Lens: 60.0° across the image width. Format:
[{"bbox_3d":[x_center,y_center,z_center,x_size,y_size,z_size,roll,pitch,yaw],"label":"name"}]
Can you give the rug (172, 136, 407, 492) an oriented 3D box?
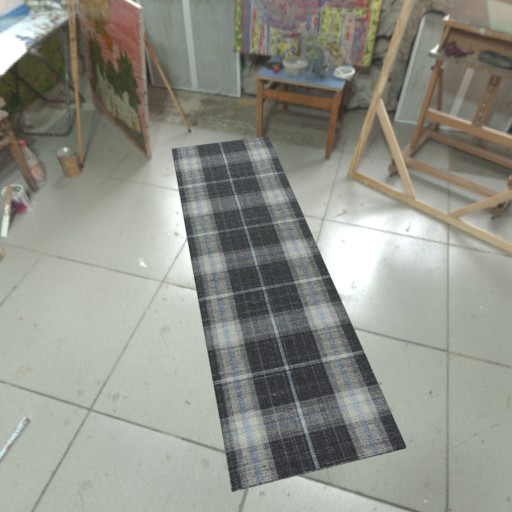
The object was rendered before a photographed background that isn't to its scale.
[{"bbox_3d":[0.000,0.000,2.620,0.760,0.012,2.434,-10,48,-9],"label":"rug"}]
